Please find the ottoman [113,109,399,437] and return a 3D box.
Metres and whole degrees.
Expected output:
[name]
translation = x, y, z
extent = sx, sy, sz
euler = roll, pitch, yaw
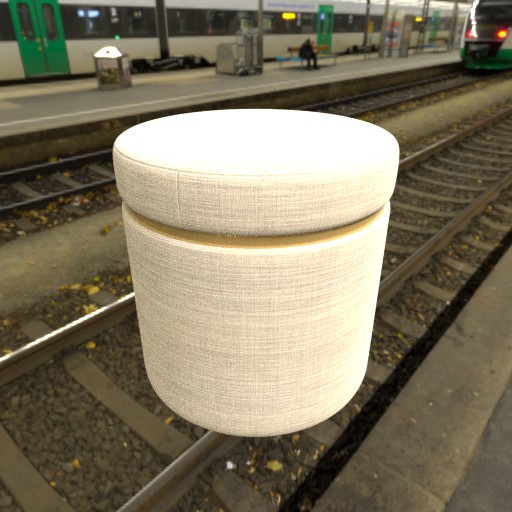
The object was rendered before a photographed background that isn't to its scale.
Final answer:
[ottoman]
translation = 0.000, 0.000, 0.725
extent = 0.400, 0.406, 0.400
euler = 0, 27, 0
